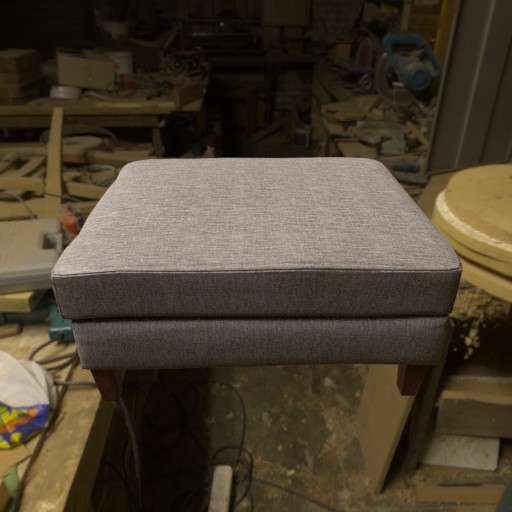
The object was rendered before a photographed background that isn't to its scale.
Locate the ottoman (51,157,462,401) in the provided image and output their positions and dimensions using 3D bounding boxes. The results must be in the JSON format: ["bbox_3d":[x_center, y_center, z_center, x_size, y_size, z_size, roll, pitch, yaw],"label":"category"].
[{"bbox_3d":[0.000,0.000,1.472,0.994,0.492,0.839,-1,30,-1],"label":"ottoman"}]
